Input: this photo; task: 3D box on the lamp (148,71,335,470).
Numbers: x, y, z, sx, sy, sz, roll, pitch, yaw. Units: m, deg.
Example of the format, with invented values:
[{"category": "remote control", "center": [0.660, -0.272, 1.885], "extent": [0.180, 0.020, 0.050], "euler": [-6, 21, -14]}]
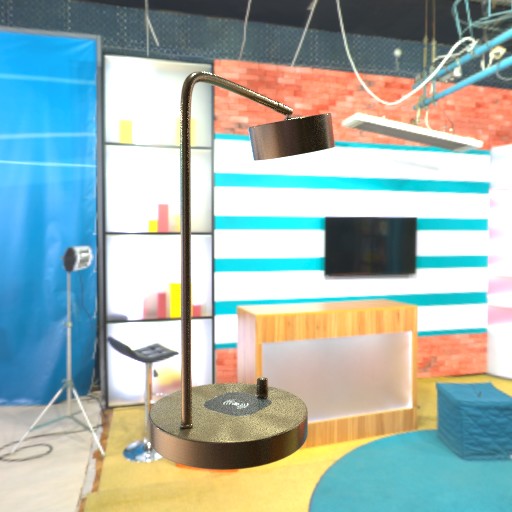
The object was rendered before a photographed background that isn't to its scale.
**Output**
[{"category": "lamp", "center": [0.000, 0.000, 0.519], "extent": [0.171, 0.380, 0.270], "euler": [1, 2, 36]}]
